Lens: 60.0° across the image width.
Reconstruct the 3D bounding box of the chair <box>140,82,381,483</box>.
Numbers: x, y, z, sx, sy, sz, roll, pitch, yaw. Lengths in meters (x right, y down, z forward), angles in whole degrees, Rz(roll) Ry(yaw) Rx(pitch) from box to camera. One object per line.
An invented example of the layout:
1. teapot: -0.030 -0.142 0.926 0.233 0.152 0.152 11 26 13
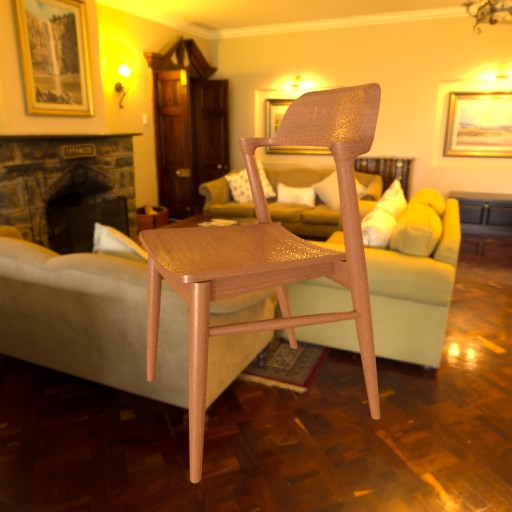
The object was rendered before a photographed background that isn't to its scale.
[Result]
1. chair: 0.000 0.000 1.094 0.499 0.801 0.496 -7 18 -24
